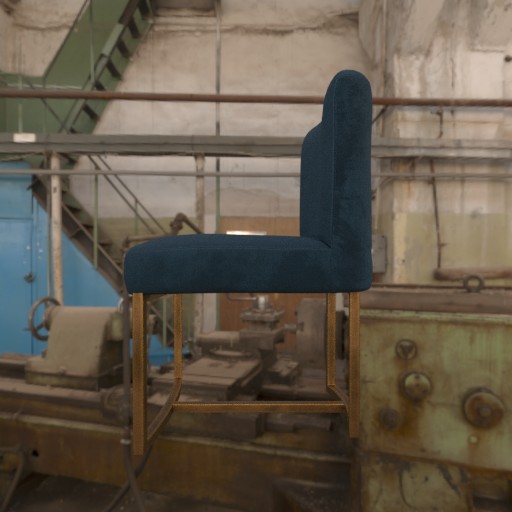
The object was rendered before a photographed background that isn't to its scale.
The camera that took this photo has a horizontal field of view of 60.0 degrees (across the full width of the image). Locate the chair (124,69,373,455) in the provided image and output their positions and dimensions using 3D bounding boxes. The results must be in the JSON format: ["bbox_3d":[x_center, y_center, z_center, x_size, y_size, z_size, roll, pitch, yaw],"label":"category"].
[{"bbox_3d":[0.000,0.000,1.167,0.560,0.824,0.530,0,1,0],"label":"chair"}]
